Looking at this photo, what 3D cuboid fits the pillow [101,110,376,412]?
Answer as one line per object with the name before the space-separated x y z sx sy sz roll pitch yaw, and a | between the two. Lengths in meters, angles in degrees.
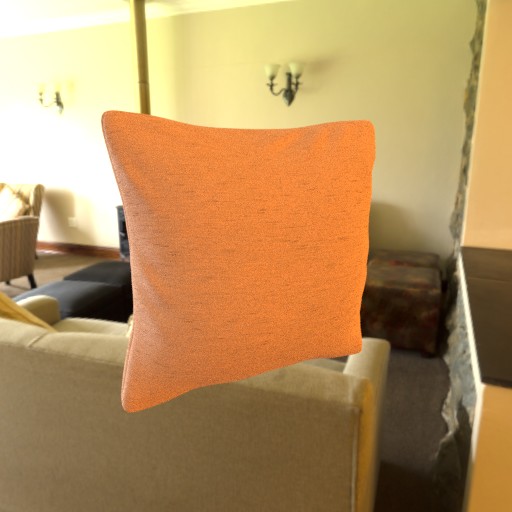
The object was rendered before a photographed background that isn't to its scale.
pillow | 0.000 0.000 0.683 0.432 0.415 0.246 -7 15 -26
